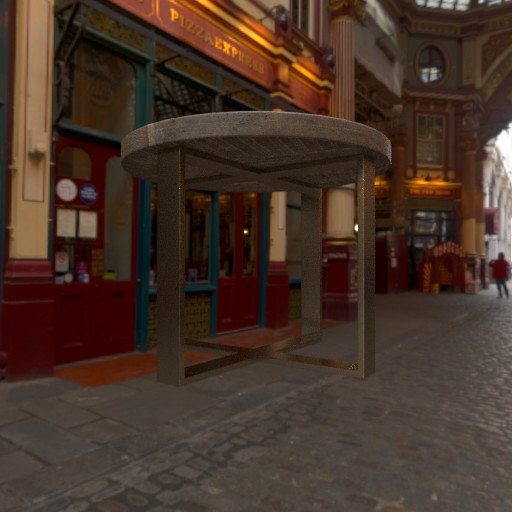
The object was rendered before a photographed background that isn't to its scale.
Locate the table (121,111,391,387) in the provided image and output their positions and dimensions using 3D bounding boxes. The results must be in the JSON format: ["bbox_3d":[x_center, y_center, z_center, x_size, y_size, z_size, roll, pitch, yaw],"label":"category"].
[{"bbox_3d":[0.000,0.000,0.954,0.557,0.437,0.557,0,-1,0],"label":"table"}]
